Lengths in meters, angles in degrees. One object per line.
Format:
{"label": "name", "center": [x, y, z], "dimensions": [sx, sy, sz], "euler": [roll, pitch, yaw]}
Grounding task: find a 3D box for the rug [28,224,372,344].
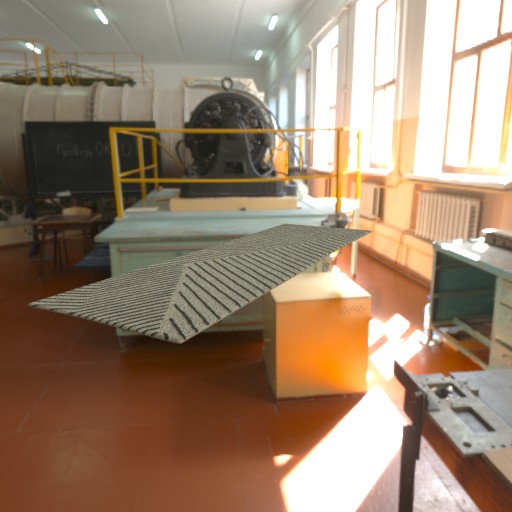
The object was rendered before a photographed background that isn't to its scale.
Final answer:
{"label": "rug", "center": [0.000, 0.000, 2.645], "dimensions": [0.773, 0.020, 2.439], "euler": [7, 15, 28]}
